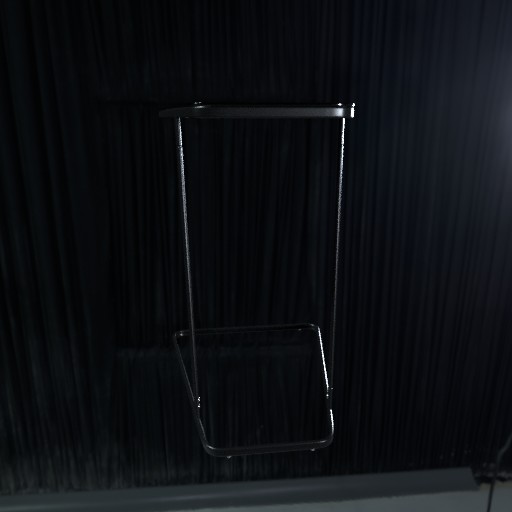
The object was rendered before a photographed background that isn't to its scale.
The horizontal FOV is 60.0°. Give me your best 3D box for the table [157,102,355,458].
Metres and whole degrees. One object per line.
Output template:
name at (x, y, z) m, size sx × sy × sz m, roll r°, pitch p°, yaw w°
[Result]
table at (0.000, 0.000, 0.975) m, size 0.427 × 0.624 × 0.500 m, roll -2°, pitch 17°, yaw -6°
